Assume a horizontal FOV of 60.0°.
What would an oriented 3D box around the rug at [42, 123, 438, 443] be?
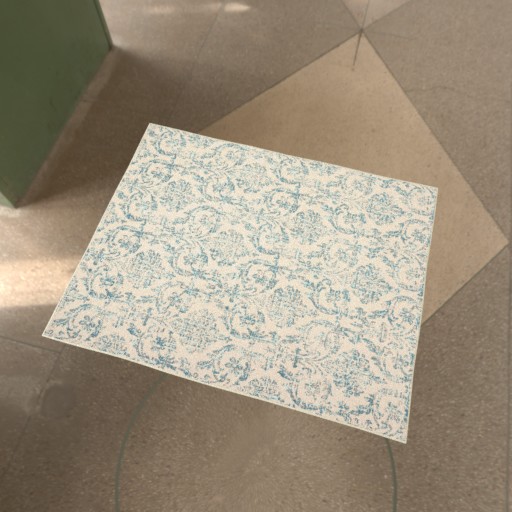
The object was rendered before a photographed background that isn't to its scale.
[{"bbox_3d":[0.000,0.000,3.950,2.980,0.012,2.363,14,65,7],"label":"rug"}]
